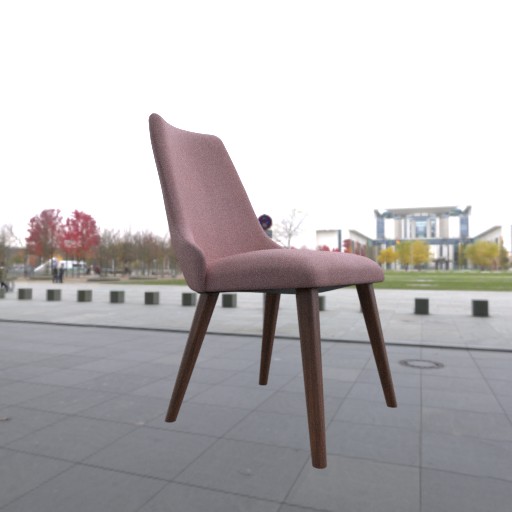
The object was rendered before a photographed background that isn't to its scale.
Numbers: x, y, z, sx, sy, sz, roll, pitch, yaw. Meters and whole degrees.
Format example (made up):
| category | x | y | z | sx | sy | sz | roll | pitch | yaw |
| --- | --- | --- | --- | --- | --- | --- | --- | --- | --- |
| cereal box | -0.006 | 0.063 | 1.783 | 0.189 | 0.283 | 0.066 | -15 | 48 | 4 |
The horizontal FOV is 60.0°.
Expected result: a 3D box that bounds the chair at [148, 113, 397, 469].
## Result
| category | x | y | z | sx | sy | sz | roll | pitch | yaw |
| --- | --- | --- | --- | --- | --- | --- | --- | --- | --- |
| chair | 0.000 | 0.000 | 1.353 | 0.707 | 0.918 | 0.535 | -1 | -2 | 35 |
